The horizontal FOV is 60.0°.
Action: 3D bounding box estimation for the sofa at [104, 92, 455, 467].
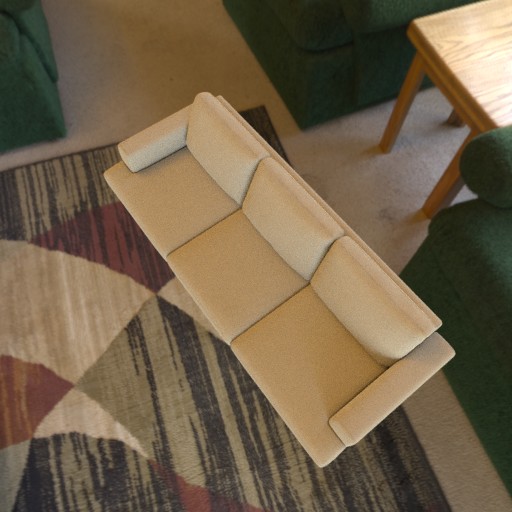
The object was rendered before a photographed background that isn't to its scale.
[{"bbox_3d":[0.000,0.000,2.747,0.920,0.810,2.310,-34,69,-15],"label":"sofa"}]
